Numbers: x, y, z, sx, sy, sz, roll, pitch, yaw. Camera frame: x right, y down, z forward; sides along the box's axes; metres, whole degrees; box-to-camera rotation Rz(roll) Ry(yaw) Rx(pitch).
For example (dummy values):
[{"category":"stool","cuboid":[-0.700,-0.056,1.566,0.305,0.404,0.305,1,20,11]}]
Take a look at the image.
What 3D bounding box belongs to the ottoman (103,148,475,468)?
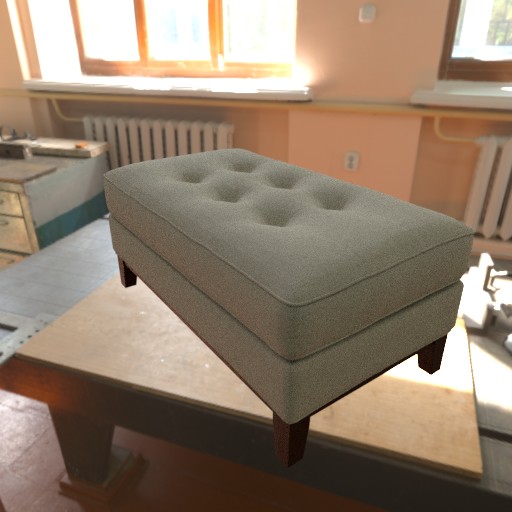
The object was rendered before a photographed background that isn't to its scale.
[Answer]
[{"category":"ottoman","cuboid":[0.000,0.000,1.485,0.648,0.508,1.143,-17,30,-32]}]
